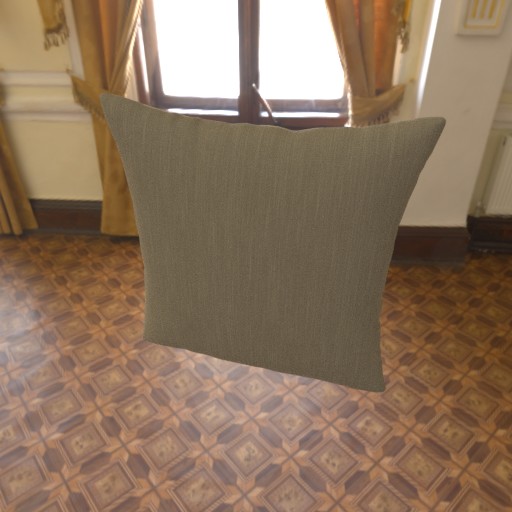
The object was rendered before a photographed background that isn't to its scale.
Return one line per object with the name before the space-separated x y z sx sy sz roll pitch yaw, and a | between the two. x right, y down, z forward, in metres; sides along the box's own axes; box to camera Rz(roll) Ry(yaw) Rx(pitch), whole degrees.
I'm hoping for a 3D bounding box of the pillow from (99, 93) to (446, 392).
pillow | 0.000 0.000 0.764 0.511 0.509 0.161 9 33 14
